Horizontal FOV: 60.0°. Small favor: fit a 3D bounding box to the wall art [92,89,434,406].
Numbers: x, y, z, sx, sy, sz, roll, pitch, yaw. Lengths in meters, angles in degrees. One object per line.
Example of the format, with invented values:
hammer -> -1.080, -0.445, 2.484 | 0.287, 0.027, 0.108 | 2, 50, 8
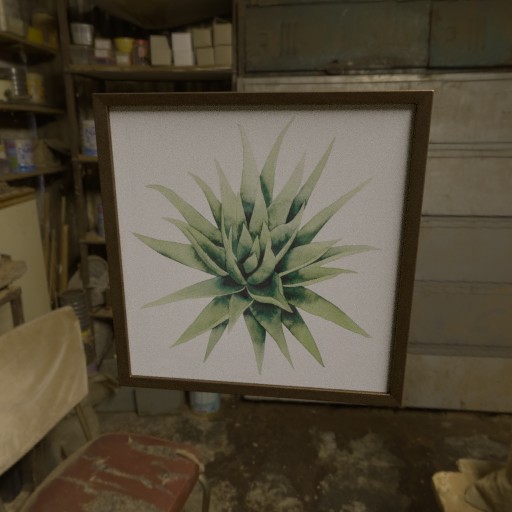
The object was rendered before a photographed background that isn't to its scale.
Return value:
wall art -> 0.000, 0.000, 0.729 | 0.503, 0.506, 0.030 | 2, 16, 7
